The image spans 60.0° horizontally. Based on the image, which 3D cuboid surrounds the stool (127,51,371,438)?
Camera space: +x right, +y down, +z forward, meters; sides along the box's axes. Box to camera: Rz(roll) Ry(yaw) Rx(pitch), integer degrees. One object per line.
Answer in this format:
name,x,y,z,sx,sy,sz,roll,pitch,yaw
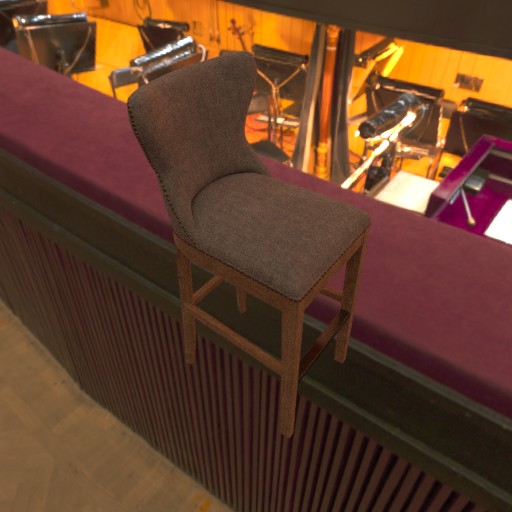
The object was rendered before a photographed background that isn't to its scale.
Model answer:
stool,0.000,0.000,1.477,0.606,1.123,0.494,26,47,27
